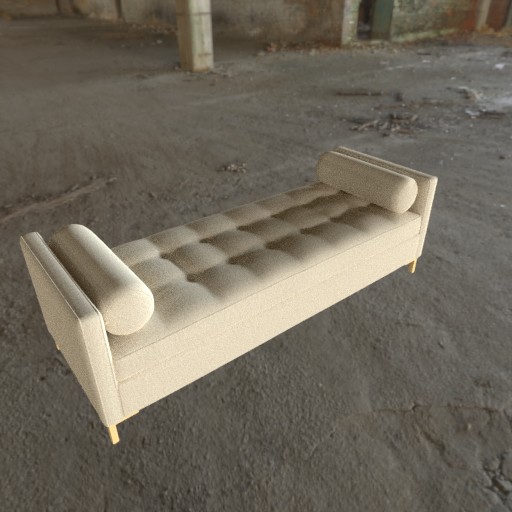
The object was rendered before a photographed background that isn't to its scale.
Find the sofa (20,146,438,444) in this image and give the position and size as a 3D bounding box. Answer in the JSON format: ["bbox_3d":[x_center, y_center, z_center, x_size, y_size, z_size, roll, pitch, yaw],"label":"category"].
[{"bbox_3d":[0.000,0.000,2.291,1.985,0.641,0.746,-22,38,-32],"label":"sofa"}]
